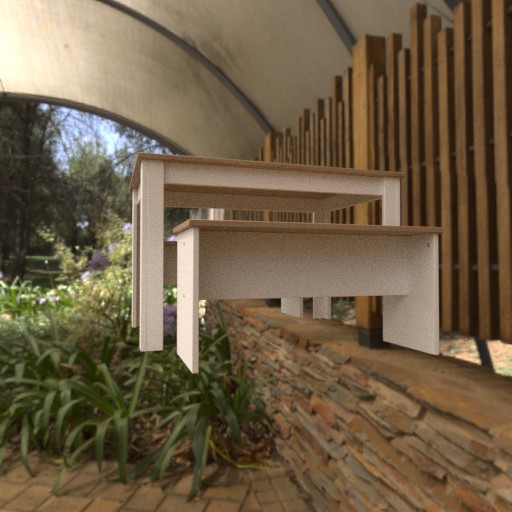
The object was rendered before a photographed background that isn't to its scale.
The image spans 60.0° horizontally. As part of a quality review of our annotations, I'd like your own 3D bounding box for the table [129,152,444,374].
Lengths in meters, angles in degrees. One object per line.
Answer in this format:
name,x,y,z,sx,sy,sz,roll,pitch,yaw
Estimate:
table,0.000,0.000,2.043,1.100,0.700,1.443,0,-1,-18
